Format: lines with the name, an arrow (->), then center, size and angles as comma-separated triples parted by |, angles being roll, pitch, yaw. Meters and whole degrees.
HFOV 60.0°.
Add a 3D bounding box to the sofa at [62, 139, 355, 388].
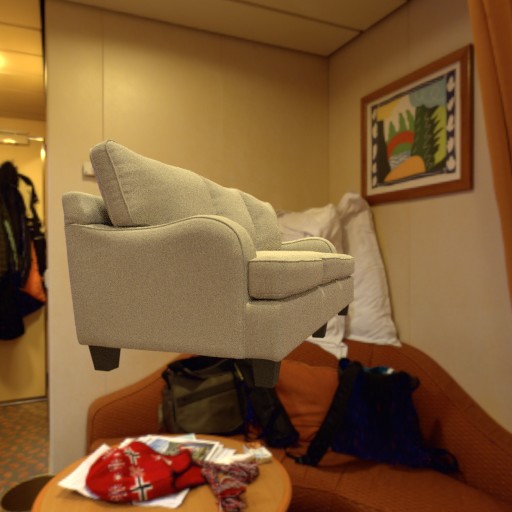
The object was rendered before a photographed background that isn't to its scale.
sofa -> 0.000, 0.000, 2.838 | 1.016, 0.991, 2.323 | 0, 0, 19
